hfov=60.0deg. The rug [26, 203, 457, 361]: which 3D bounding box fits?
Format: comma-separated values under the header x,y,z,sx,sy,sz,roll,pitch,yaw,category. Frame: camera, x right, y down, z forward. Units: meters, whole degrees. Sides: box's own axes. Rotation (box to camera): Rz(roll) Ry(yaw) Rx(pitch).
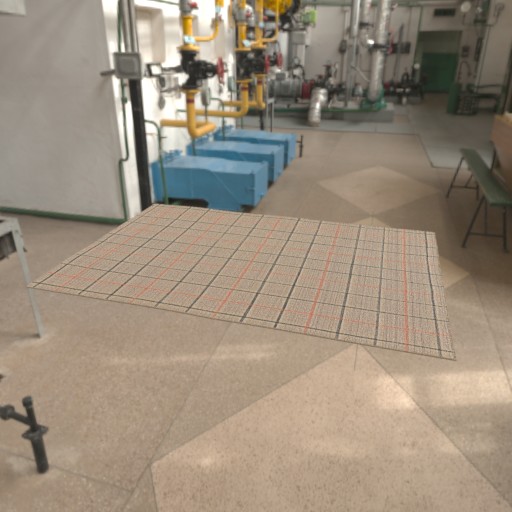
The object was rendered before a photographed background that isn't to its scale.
x,y,z,sx,sy,sz,roll,pitch,yaw,category
0.000,0.000,2.313,1.829,0.013,1.220,7,26,15,rug
